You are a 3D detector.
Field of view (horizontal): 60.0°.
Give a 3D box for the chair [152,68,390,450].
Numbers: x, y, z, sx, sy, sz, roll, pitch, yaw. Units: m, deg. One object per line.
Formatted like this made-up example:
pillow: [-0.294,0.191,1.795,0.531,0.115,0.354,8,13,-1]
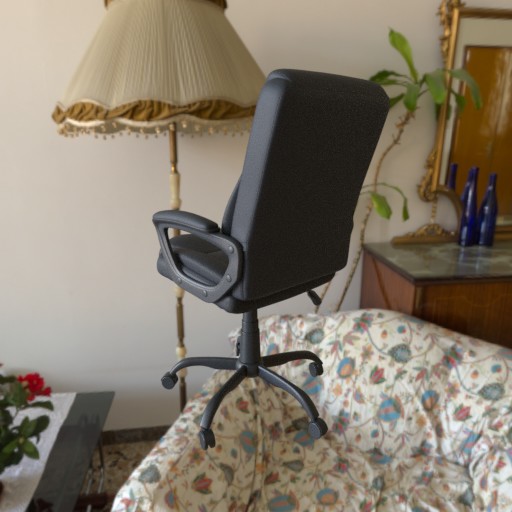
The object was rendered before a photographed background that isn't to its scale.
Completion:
chair: [0.000,0.000,1.458,0.615,1.072,0.655,-14,21,-42]
